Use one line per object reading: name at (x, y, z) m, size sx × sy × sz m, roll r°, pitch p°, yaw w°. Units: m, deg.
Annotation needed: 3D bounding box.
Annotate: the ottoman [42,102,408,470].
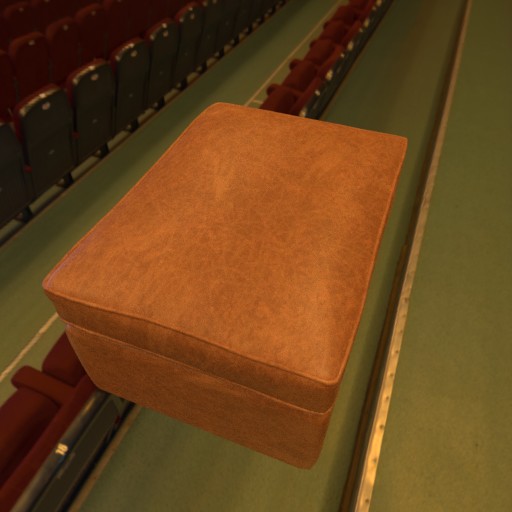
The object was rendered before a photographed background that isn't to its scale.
ottoman at (0.000, 0.000, 1.076) m, size 0.554 × 0.468 × 0.756 m, roll 16°, pitch 48°, yaw 15°
